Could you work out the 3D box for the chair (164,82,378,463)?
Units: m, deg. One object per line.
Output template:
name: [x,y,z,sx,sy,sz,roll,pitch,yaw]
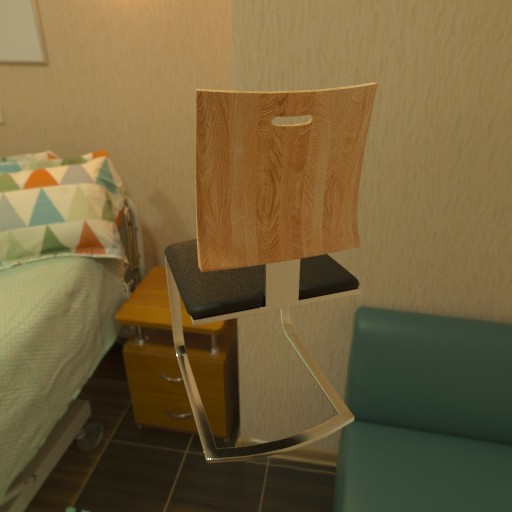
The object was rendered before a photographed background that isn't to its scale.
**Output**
chair: [0.000,0.000,1.245,0.462,0.936,0.560,-9,28,-17]
